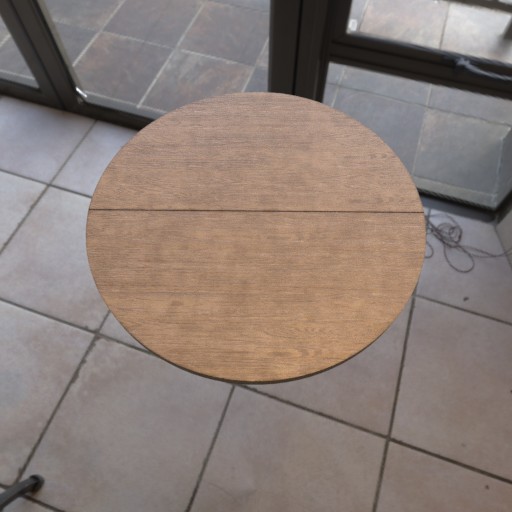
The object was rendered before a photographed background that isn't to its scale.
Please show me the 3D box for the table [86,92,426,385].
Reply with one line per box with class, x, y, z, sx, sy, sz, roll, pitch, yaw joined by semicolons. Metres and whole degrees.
table;0.000;0.000;2.144;1.363;0.781;1.363;0;62;0
